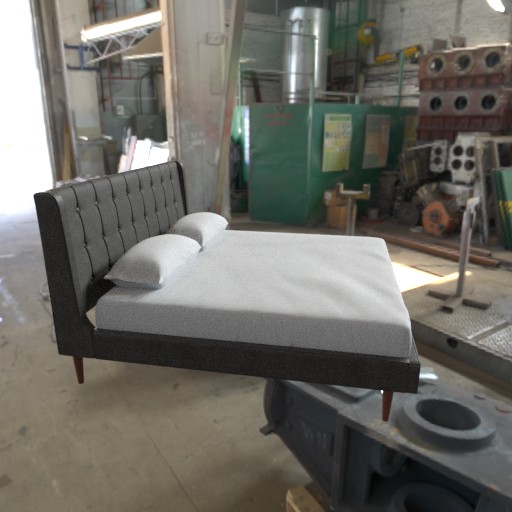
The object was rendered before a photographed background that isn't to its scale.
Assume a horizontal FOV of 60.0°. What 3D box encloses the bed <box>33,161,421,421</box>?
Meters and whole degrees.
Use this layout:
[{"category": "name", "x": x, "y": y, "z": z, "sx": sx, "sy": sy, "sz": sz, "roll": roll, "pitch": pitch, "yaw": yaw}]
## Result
[{"category": "bed", "x": 0.000, "y": 0.000, "z": 3.186, "sx": 2.031, "sy": 1.158, "sz": 1.903, "roll": 3, "pitch": 17, "yaw": 11}]
